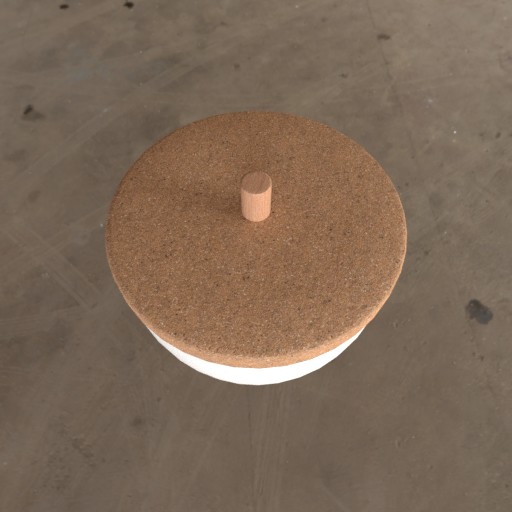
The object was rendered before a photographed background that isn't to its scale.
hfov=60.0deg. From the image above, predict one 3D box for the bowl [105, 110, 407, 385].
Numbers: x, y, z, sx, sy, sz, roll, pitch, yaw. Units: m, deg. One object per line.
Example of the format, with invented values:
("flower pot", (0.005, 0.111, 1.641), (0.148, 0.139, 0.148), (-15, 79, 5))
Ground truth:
("bowl", (0.000, 0.000, 0.217), (0.126, 0.110, 0.126), (0, 59, 0))
